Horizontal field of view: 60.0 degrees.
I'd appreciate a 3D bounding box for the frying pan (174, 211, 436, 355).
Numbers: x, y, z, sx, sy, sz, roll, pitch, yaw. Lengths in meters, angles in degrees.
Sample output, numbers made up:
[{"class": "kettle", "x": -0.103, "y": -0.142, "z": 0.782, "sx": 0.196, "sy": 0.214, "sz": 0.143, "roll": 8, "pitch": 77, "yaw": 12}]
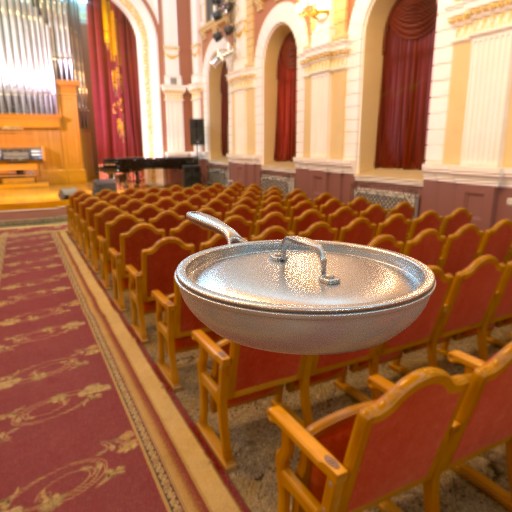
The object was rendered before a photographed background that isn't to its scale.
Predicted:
[{"class": "frying pan", "x": 0.000, "y": 0.000, "z": 0.578, "sx": 0.272, "sy": 0.086, "sz": 0.490, "roll": -7, "pitch": 16, "yaw": -26}]
